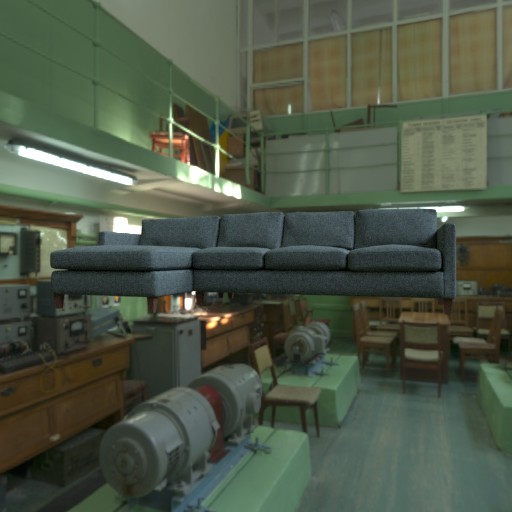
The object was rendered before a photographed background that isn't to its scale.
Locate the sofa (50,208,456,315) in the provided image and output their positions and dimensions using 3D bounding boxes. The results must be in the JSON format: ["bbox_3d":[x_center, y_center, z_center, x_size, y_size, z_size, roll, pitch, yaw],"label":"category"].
[{"bbox_3d":[0.000,0.000,4.209,3.485,0.960,1.635,0,0,19],"label":"sofa"}]
